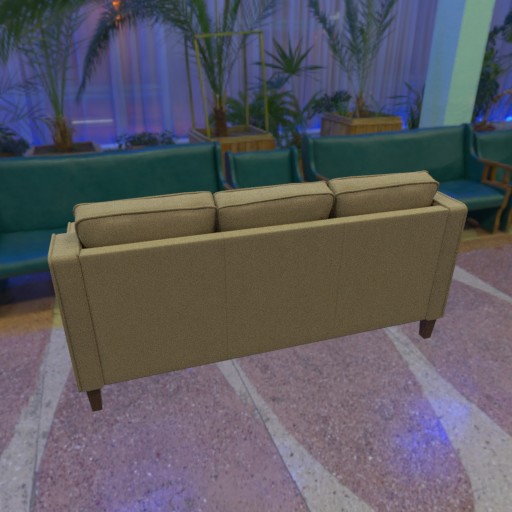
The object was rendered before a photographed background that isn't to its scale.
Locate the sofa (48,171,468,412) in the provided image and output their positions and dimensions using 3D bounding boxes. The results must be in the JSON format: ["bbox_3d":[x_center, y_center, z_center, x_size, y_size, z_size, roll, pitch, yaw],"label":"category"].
[{"bbox_3d":[0.000,0.000,2.515,1.986,0.974,0.911,-8,27,-16],"label":"sofa"}]
